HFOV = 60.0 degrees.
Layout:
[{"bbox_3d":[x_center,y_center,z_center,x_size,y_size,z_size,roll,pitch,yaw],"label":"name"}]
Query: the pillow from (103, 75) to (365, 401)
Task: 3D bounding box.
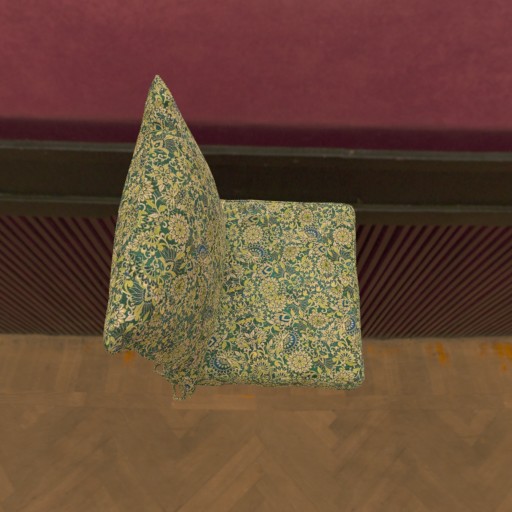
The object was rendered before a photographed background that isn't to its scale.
[{"bbox_3d":[0.000,0.000,1.369,0.740,0.722,0.798,2,65,1],"label":"pillow"}]
